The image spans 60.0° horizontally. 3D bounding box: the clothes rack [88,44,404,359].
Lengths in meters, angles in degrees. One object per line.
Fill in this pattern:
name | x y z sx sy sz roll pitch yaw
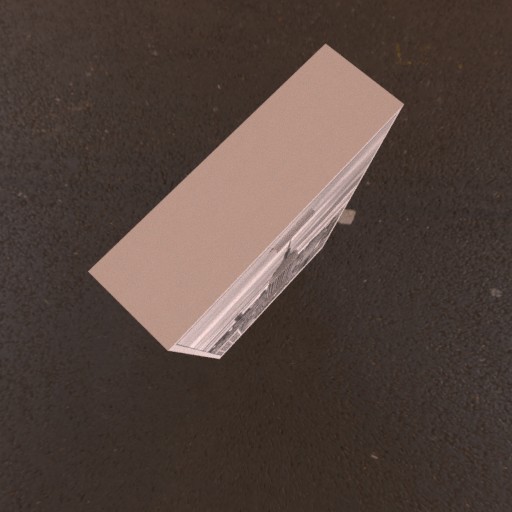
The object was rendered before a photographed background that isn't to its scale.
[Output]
clothes rack | 0.000 0.000 1.582 0.250 1.280 0.750 42 80 9
